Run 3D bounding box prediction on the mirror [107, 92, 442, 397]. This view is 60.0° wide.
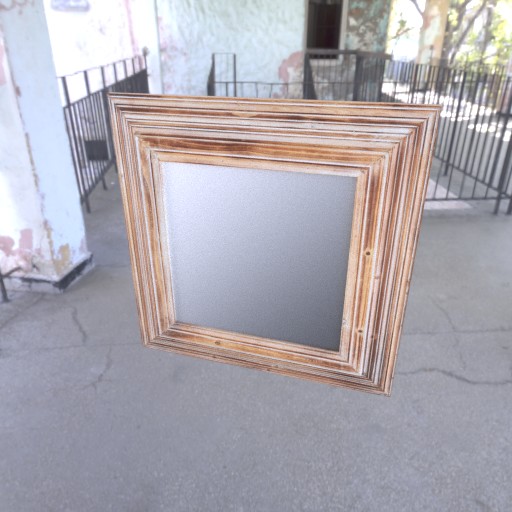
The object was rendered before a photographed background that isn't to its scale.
[{"bbox_3d":[0.000,0.000,1.198,0.804,0.804,0.061,8,27,15],"label":"mirror"}]
